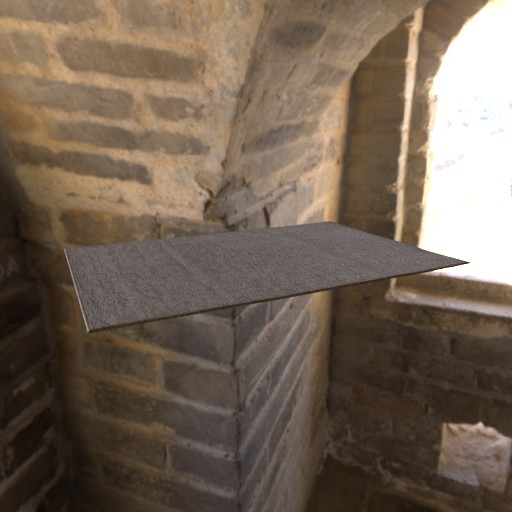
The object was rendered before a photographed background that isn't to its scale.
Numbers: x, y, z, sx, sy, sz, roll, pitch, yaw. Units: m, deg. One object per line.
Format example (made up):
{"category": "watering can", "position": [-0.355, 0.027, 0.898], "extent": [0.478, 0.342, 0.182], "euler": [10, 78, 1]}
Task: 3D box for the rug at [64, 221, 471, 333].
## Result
{"category": "rug", "position": [0.000, 0.000, 2.369], "extent": [1.822, 0.018, 1.211], "euler": [-7, 17, -25]}
